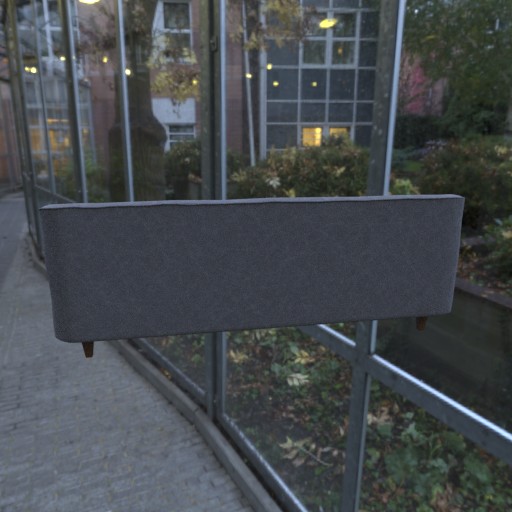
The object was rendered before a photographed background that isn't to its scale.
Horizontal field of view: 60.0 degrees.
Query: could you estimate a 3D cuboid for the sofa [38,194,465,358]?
[{"bbox_3d":[0.000,0.000,2.673,2.247,0.806,0.917,-3,15,-10],"label":"sofa"}]
